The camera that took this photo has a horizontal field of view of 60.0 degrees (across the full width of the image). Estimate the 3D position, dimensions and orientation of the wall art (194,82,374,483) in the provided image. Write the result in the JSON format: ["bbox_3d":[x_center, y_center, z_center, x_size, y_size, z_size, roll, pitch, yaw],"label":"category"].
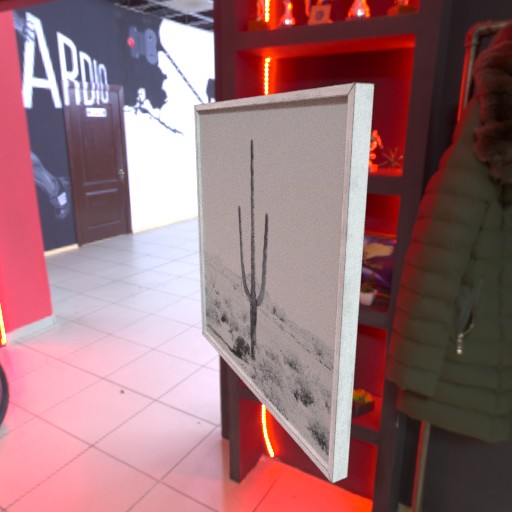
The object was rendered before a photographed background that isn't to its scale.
[{"bbox_3d":[0.000,0.000,1.130,0.038,0.762,0.762,-8,18,-26],"label":"wall art"}]
